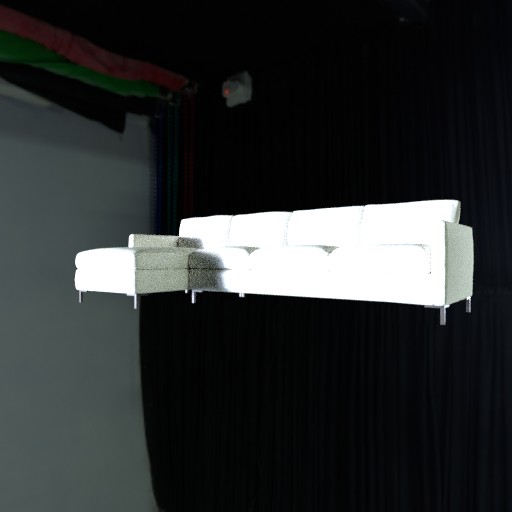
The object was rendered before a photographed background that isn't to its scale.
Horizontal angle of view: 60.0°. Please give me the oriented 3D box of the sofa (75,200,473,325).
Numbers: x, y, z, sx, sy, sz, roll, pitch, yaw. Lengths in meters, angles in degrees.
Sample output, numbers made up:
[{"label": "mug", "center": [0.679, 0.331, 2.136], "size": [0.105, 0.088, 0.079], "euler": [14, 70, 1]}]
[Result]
[{"label": "sofa", "center": [0.000, 0.000, 3.789], "size": [3.186, 0.875, 1.467], "euler": [0, 0, 36]}]
